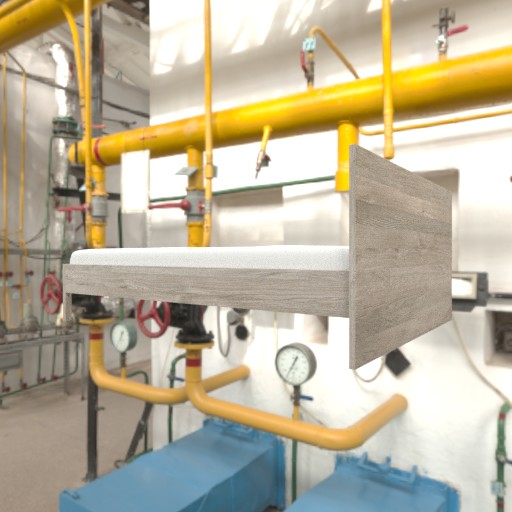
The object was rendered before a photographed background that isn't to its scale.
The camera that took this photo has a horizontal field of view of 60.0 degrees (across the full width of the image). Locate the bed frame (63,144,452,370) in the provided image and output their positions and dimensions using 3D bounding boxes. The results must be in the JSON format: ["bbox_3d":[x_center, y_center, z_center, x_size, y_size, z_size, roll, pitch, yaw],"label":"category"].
[{"bbox_3d":[0.000,0.000,2.744,1.950,0.800,1.490,0,0,36],"label":"bed frame"}]
